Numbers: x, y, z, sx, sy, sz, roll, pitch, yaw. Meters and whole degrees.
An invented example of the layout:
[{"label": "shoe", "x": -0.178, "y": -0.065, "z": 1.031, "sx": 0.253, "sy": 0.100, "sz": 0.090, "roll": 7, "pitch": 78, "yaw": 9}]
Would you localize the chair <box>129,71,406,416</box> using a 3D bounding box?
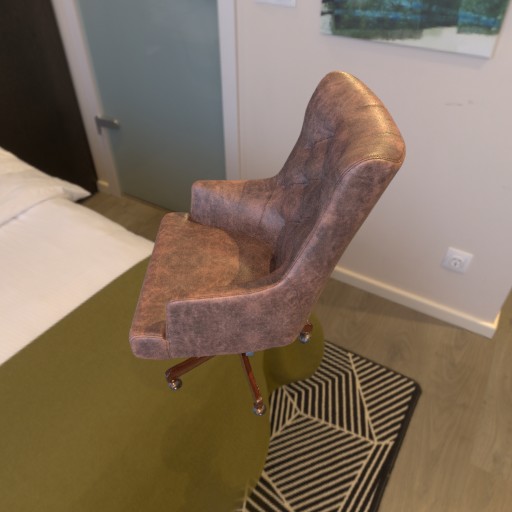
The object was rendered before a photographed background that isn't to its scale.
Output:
[{"label": "chair", "x": 0.000, "y": 0.000, "z": 1.493, "sx": 0.762, "sy": 1.035, "sz": 0.641, "roll": 0, "pitch": 41, "yaw": 0}]
